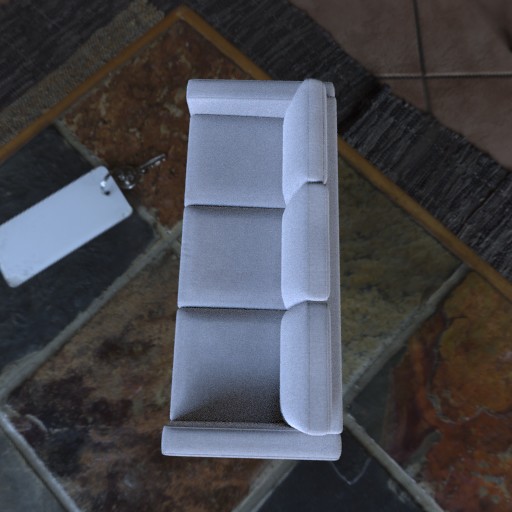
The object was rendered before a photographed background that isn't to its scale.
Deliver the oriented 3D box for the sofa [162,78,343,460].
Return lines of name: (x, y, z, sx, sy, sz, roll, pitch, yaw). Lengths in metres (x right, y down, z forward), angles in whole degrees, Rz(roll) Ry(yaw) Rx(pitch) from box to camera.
sofa: (0.000, 0.000, 2.568, 0.900, 0.800, 2.120, 1, 76, 0)
